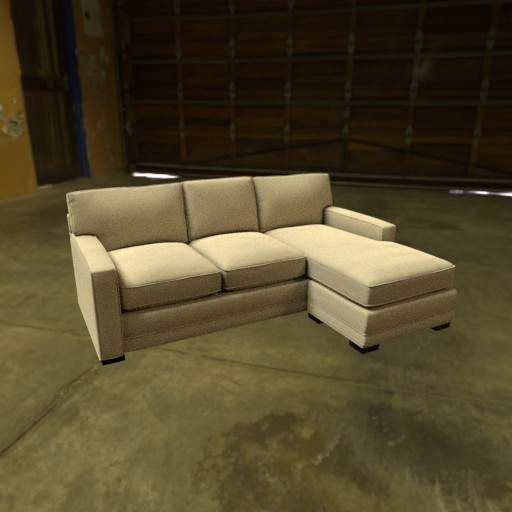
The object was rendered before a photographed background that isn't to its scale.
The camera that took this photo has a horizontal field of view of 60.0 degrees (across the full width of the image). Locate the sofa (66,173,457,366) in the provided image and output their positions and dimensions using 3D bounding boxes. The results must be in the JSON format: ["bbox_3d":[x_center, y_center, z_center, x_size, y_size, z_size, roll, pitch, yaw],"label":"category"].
[{"bbox_3d":[0.000,0.000,2.876,2.087,0.861,1.496,-9,20,-27],"label":"sofa"}]
